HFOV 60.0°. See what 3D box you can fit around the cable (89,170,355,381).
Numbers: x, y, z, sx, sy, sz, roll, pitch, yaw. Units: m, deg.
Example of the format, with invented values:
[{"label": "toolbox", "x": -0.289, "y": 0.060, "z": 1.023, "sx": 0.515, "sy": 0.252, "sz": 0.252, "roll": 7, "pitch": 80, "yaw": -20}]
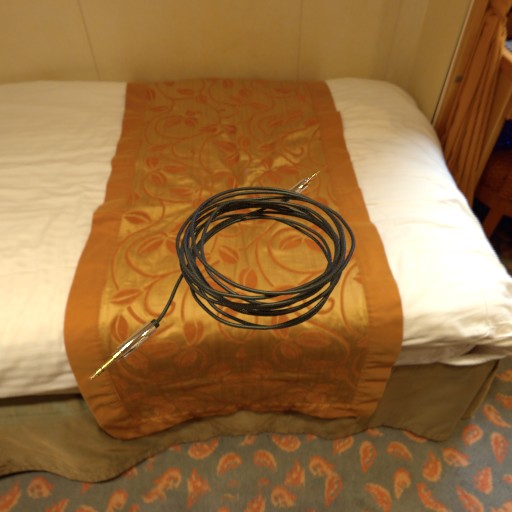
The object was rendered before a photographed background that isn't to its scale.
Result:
[{"label": "cable", "x": 0.000, "y": 0.000, "z": 0.518, "sx": 0.198, "sy": 0.069, "sz": 0.432, "roll": 31, "pitch": 54, "yaw": 25}]
